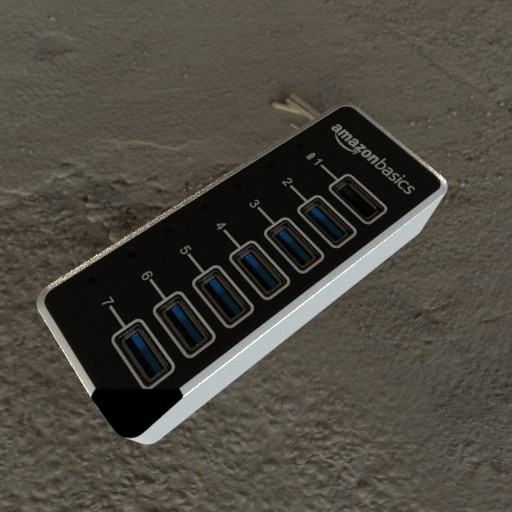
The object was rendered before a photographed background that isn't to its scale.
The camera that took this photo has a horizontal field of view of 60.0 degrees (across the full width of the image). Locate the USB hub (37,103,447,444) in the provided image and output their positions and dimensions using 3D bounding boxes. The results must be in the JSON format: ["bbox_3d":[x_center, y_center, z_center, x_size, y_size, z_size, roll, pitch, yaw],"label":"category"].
[{"bbox_3d":[0.000,0.000,0.128,0.110,0.023,0.044,-35,68,-16],"label":"USB hub"}]
